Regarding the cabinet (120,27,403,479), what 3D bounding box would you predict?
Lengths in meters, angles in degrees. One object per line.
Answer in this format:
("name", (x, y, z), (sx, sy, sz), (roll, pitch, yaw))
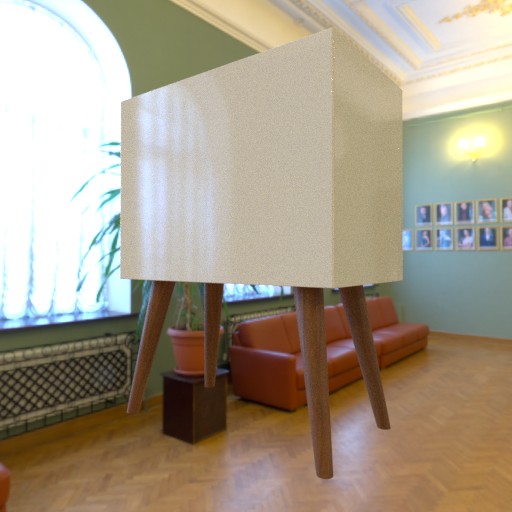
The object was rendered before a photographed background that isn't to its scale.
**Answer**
("cabinet", (0.000, 0.000, 1.063), (0.591, 0.772, 0.344), (0, 0, 37))
